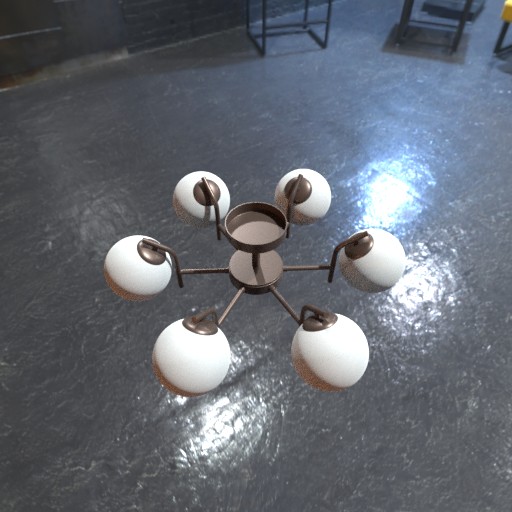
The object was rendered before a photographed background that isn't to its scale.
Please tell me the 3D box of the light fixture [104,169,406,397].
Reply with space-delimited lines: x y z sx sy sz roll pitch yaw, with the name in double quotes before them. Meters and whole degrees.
"light fixture" 0.000 0.000 0.964 0.662 0.201 0.662 0 48 0
